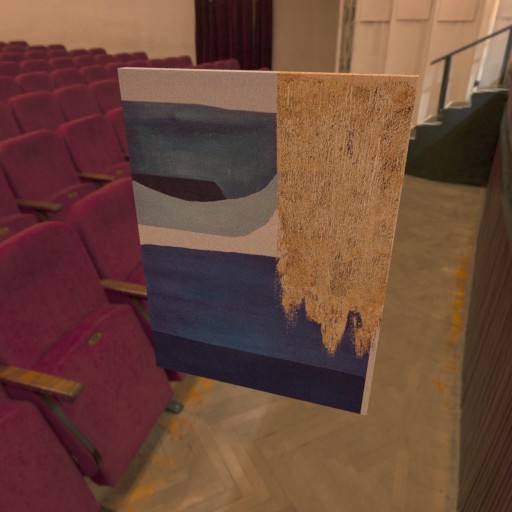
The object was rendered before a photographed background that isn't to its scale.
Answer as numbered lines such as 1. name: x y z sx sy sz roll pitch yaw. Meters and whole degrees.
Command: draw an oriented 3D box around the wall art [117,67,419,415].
1. wall art: 0.000 0.000 0.796 0.458 0.613 0.026 8 28 16
